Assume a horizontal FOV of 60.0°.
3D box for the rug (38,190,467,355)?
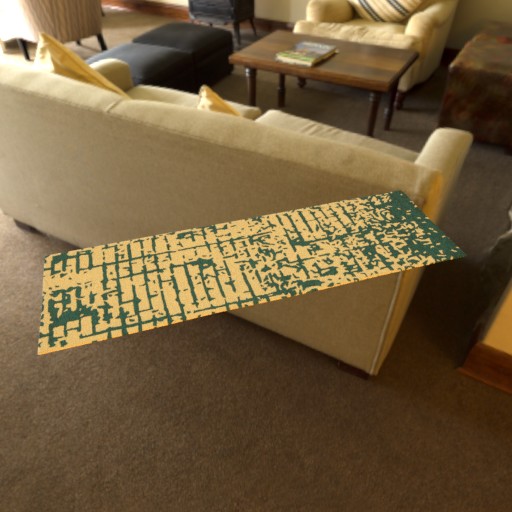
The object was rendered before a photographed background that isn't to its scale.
[{"bbox_3d":[0.000,0.000,2.673,2.435,0.011,0.750,-12,43,-13],"label":"rug"}]
